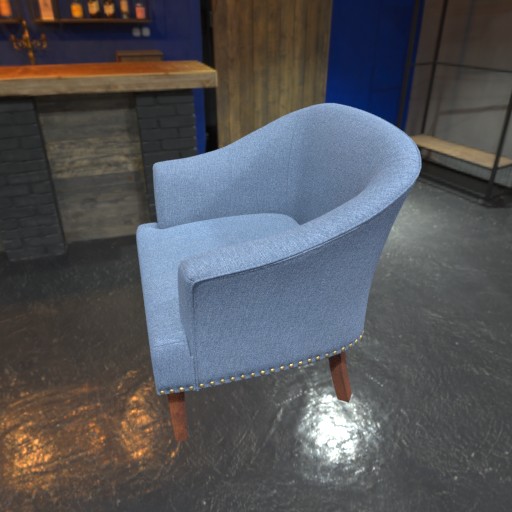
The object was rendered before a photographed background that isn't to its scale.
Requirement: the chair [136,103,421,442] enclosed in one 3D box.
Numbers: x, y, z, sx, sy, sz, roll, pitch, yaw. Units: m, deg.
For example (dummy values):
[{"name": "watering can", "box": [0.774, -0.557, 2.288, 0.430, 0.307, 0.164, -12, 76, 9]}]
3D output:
[{"name": "chair", "box": [0.000, 0.000, 1.370, 0.704, 0.815, 0.772, -8, 31, -14]}]
